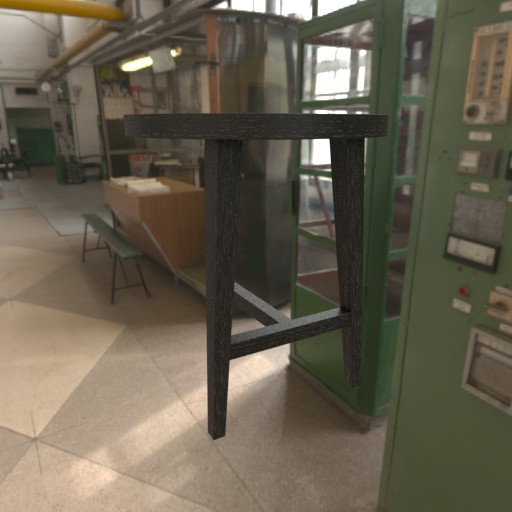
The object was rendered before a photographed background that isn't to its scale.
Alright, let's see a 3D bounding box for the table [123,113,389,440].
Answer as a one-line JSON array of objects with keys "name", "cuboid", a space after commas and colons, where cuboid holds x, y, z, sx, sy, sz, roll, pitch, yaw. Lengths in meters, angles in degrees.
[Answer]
[{"name": "table", "cuboid": [0.000, 0.000, 0.760, 0.399, 0.460, 0.399, 0, 17, 0]}]
